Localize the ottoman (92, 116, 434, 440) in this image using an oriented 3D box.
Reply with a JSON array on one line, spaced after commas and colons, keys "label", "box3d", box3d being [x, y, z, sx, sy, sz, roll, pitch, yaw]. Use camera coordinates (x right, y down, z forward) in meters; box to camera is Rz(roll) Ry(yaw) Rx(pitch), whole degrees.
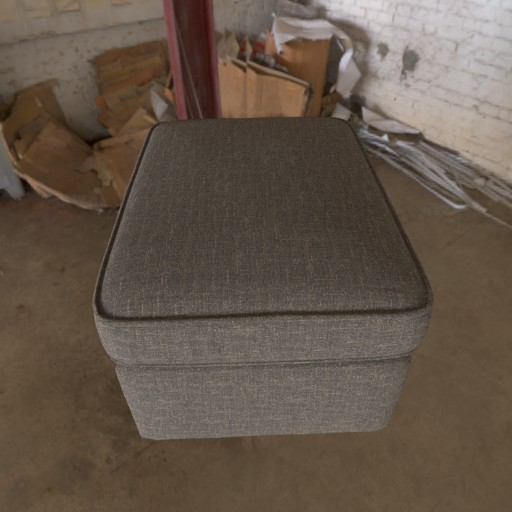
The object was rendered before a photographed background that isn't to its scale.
[{"label": "ottoman", "box3d": [0.000, 0.000, 1.053, 0.549, 0.450, 0.749, -2, 40, -2]}]
